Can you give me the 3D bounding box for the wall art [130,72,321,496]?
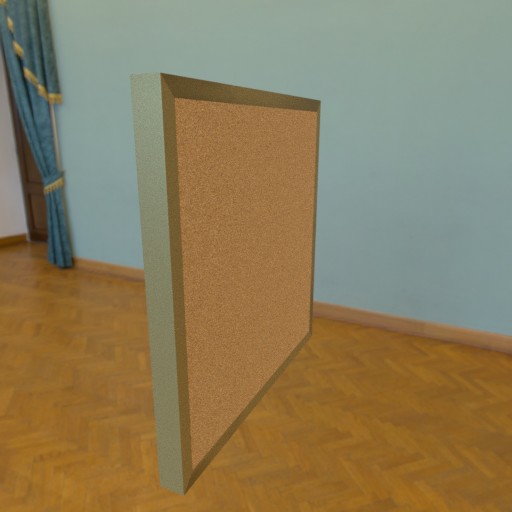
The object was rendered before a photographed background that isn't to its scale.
[{"bbox_3d":[0.000,0.000,0.729,0.038,0.508,0.507,8,18,25],"label":"wall art"}]
